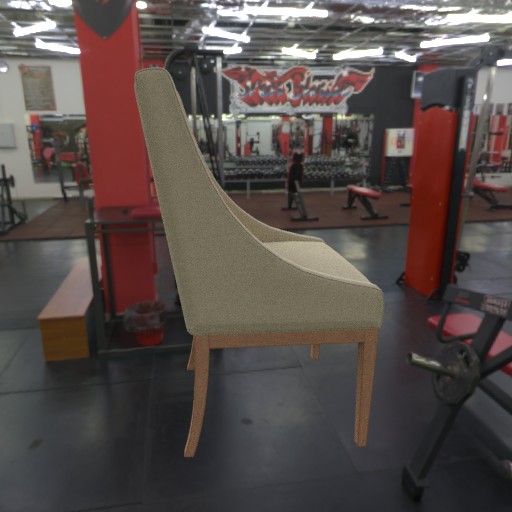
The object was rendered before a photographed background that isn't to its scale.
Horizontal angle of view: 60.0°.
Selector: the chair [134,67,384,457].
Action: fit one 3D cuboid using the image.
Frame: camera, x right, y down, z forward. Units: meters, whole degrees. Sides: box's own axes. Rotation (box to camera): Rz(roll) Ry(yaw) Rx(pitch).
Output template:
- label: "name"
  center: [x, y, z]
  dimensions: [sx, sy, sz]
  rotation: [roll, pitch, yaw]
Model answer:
- label: "chair"
  center: [0.000, 0.000, 1.380]
  dimensions: [0.611, 1.021, 0.575]
  rotation: [-2, 16, -7]
